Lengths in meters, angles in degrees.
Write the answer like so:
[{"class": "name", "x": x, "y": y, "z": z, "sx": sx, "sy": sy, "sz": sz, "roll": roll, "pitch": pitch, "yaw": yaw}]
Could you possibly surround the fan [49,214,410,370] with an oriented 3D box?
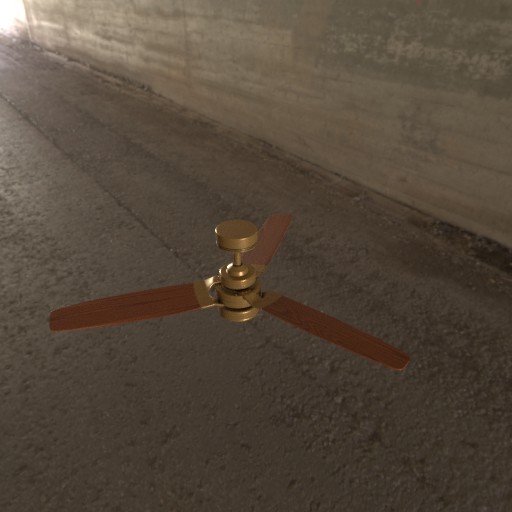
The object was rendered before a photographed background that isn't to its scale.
[{"class": "fan", "x": 0.000, "y": 0.000, "z": 2.052, "sx": 1.416, "sy": 0.425, "sz": 1.271, "roll": 9, "pitch": 33, "yaw": 15}]
